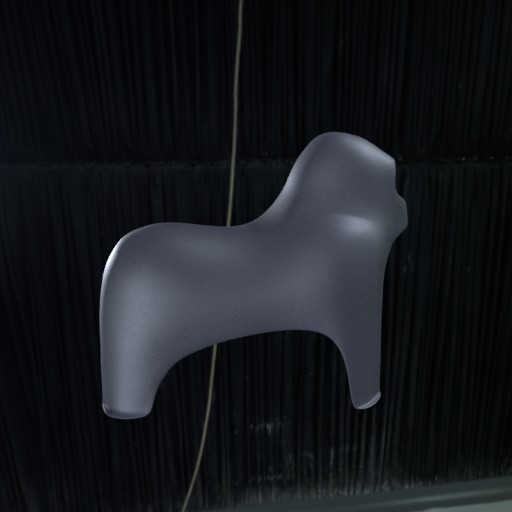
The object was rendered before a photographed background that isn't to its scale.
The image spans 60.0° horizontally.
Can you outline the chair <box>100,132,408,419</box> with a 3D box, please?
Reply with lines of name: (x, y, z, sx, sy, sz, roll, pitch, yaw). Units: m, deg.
chair: (0.000, 0.000, 1.112, 0.758, 0.600, 0.490, -3, 15, -10)
